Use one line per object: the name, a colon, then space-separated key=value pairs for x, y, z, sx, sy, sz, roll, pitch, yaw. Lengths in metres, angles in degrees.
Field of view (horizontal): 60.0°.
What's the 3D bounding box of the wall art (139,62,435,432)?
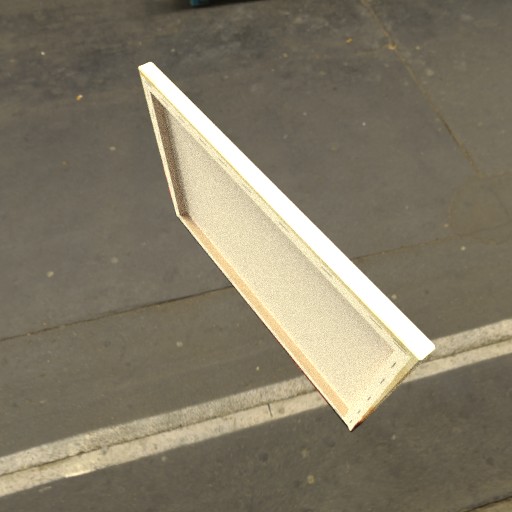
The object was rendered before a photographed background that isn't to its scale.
wall art: x=0.000 y=0.000 z=1.150 sx=0.038 sy=0.602 sz=0.918 roll=-32 pitch=64 yaw=-18
